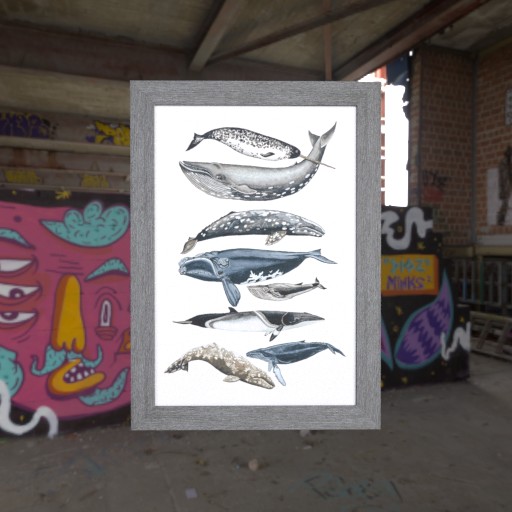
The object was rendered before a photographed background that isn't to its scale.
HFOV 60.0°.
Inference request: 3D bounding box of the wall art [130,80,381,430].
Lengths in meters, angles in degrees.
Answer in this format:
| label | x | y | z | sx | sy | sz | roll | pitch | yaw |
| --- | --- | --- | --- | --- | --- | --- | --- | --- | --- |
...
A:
| label | x | y | z | sx | sy | sz | roll | pitch | yaw |
| --- | --- | --- | --- | --- | --- | --- | --- | --- | --- |
| wall art | 0.000 | 0.000 | 1.369 | 0.768 | 1.070 | 0.020 | 0 | 1 | -1 |
